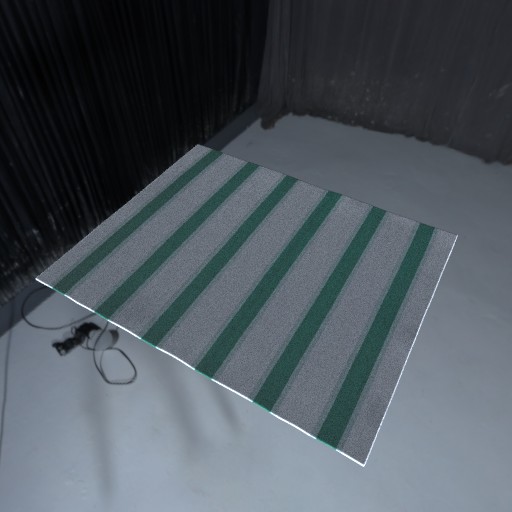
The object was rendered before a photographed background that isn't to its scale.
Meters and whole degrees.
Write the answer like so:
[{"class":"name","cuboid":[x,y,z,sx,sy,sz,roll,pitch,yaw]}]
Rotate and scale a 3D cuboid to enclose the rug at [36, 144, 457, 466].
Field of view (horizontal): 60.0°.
[{"class":"rug","cuboid":[0.000,0.000,4.050,3.041,0.019,2.434,24,51,20]}]
